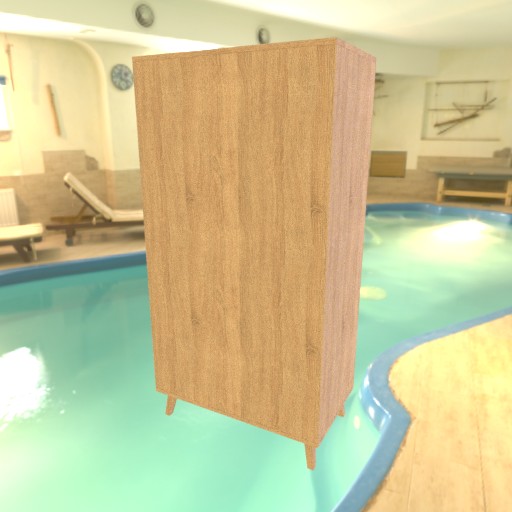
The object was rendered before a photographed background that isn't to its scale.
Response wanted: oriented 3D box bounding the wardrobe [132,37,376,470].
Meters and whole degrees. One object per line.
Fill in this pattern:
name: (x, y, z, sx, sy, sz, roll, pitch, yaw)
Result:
wardrobe: (0.000, 0.000, 2.374, 1.000, 1.960, 0.600, 9, 18, 27)
